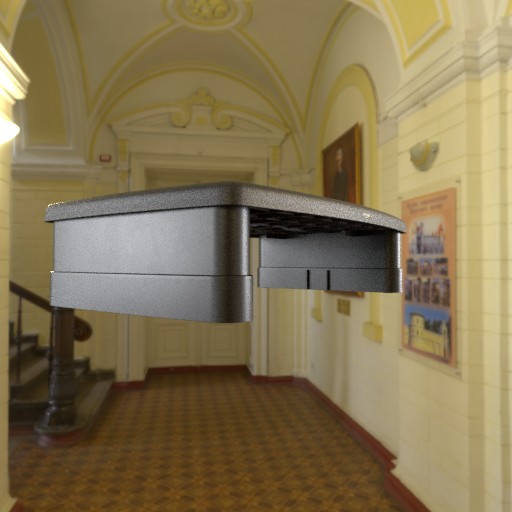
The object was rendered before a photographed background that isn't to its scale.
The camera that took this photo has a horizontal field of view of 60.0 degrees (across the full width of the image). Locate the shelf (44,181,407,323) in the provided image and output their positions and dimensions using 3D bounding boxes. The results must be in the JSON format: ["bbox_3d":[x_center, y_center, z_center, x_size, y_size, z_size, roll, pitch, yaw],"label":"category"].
[{"bbox_3d":[0.000,0.000,0.527,0.280,0.100,0.410,0,-1,35],"label":"shelf"}]
